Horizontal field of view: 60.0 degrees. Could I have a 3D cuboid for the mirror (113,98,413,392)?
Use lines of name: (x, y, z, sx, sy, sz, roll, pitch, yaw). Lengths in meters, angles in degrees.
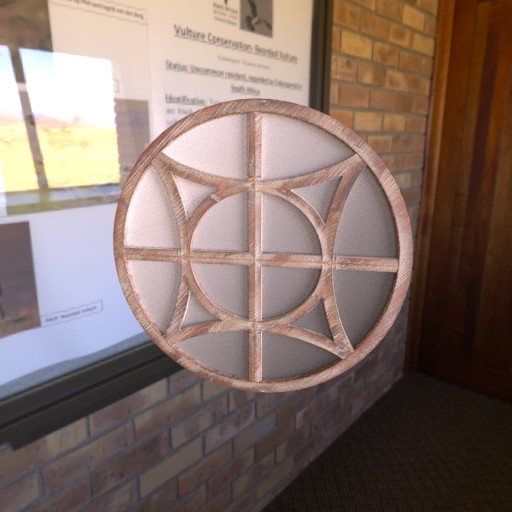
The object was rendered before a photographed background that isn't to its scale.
mirror: (0.000, 0.000, 1.061, 0.710, 0.710, 0.038, 2, 15, 9)
